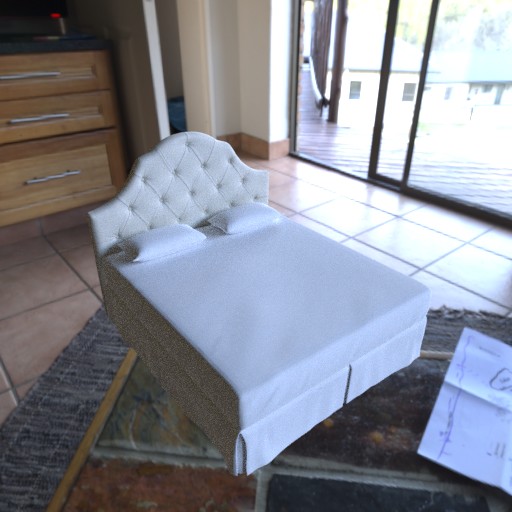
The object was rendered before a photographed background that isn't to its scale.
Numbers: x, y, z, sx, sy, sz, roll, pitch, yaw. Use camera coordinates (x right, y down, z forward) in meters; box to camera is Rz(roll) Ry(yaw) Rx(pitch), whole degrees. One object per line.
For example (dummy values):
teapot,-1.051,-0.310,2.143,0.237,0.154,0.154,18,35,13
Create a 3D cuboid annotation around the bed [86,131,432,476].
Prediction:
bed,0.000,0.000,3.653,2.008,1.615,2.214,-20,35,-32
